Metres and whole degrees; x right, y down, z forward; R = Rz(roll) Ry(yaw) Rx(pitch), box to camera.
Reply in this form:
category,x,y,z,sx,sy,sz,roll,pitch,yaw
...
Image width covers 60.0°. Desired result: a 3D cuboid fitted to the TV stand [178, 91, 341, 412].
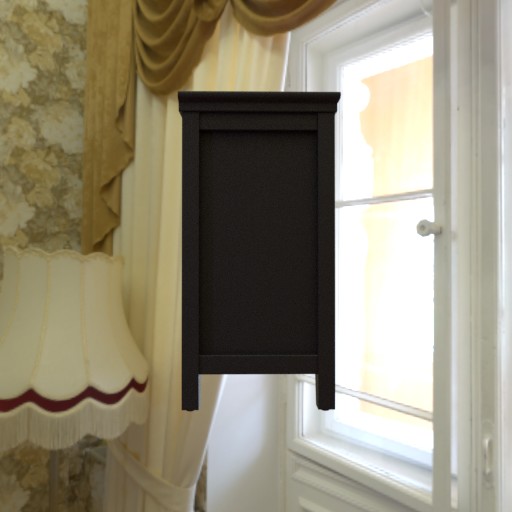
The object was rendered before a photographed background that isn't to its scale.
category,x,y,z,sx,sy,sz,roll,pitch,yaw
TV stand,0.000,0.000,1.527,0.347,0.681,1.198,0,-1,-1
